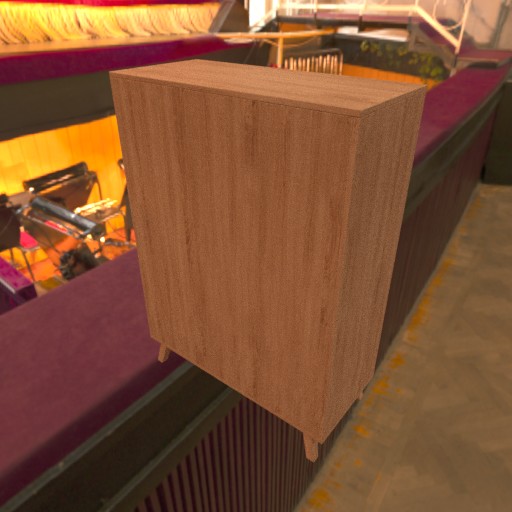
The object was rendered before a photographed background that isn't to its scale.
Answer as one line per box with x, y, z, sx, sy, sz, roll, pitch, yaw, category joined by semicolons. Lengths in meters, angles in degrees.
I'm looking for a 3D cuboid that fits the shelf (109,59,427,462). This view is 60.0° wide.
0.000;0.000;1.840;1.000;1.390;0.450;22;37;32;shelf
